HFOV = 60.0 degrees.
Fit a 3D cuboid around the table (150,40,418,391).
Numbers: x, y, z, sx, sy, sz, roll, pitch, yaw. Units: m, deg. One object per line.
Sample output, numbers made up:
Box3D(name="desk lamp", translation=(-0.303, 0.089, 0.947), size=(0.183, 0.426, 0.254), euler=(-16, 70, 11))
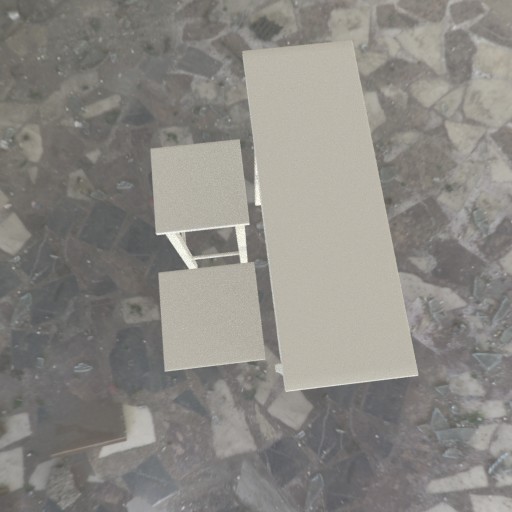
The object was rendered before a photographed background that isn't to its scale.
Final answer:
Box3D(name="table", translation=(0.000, 0.000, 1.640), size=(0.650, 1.065, 0.915), euler=(-6, 76, -2))
